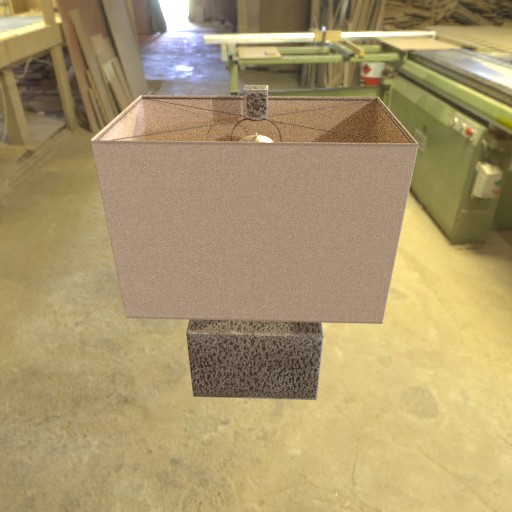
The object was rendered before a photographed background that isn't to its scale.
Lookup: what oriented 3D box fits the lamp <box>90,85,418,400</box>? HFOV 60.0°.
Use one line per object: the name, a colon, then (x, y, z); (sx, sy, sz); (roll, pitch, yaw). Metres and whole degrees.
lamp: (0.000, 0.000, 0.567); (0.294, 0.411, 0.180); (1, 32, 2)
